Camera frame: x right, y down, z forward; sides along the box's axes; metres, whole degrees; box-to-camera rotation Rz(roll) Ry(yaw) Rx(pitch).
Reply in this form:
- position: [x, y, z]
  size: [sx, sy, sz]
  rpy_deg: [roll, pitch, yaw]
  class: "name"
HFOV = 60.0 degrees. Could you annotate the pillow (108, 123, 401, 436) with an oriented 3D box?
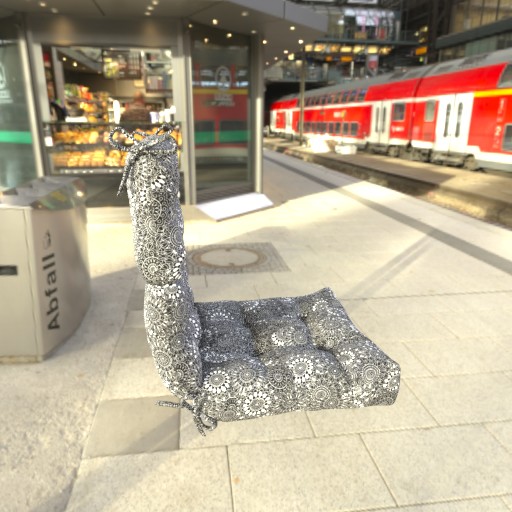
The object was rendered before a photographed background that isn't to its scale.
- position: [0.000, 0.000, 1.056]
  size: [0.571, 0.605, 0.519]
  rpy_deg: [-3, 17, -10]
  class: "pillow"
